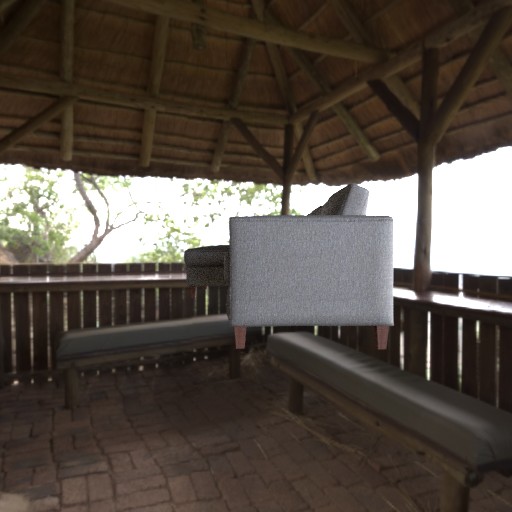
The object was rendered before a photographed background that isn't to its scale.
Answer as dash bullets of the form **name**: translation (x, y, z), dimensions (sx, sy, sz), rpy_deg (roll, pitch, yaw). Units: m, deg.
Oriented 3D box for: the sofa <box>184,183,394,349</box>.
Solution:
- **sofa**: translation (0.000, 0.000, 3.831), dimensions (1.502, 0.876, 3.201), rpy_deg (0, 1, 1)
